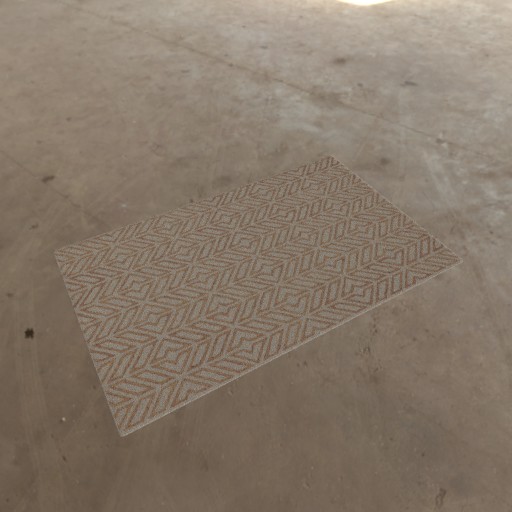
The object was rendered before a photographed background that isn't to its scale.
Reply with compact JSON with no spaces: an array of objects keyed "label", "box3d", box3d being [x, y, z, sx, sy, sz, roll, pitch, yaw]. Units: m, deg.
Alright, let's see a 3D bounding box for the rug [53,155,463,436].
[{"label":"rug","box3d":[0.000,0.000,3.093,2.438,0.008,1.523,-22,50,-20]}]
